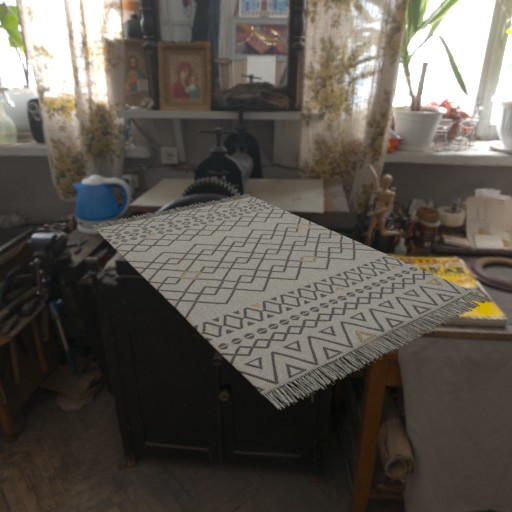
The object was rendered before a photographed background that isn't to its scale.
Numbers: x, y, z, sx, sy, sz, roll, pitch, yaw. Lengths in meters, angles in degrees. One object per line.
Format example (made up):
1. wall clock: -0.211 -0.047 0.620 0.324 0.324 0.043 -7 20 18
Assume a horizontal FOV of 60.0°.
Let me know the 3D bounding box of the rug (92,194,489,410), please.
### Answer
1. rug: 0.000 0.000 3.009 1.495 0.035 2.472 -16 29 -31
